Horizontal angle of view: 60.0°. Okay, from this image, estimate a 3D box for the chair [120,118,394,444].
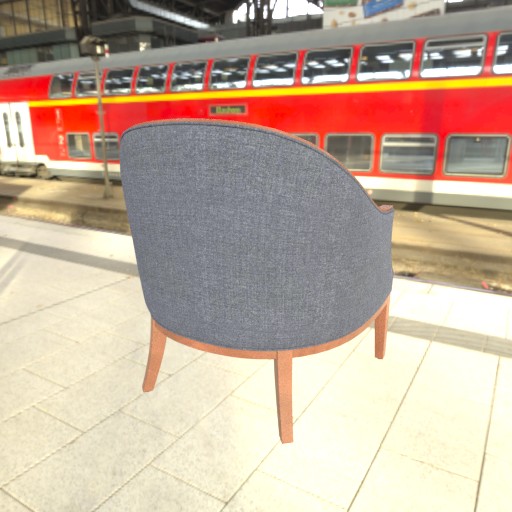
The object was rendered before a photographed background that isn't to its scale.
[{"bbox_3d":[0.000,0.000,1.498,0.803,0.876,0.735,9,18,28],"label":"chair"}]
